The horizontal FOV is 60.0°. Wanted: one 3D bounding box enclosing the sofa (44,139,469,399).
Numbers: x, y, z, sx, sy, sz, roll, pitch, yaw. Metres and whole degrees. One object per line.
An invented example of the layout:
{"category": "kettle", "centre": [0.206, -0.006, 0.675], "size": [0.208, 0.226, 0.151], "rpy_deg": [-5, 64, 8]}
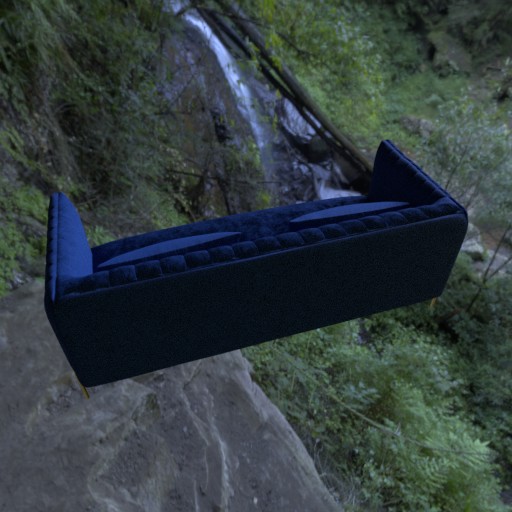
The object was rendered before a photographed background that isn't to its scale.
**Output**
{"category": "sofa", "centre": [0.000, 0.000, 2.564], "size": [2.136, 0.793, 0.896], "rpy_deg": [-12, 43, -13]}
